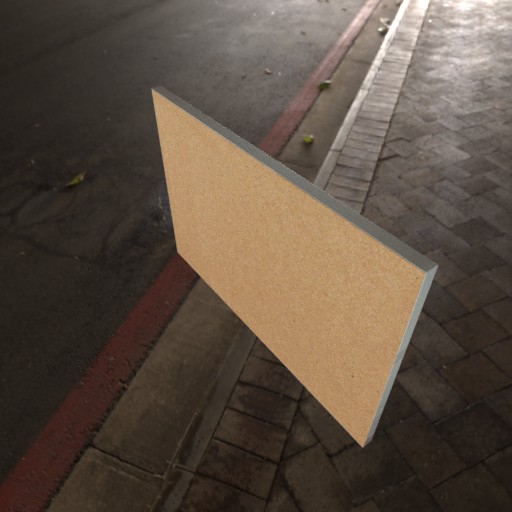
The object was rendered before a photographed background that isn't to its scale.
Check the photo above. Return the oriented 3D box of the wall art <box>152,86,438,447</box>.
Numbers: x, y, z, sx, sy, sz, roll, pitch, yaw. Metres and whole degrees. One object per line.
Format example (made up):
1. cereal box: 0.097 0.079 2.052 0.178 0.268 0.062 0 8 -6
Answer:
1. wall art: 0.000 0.000 0.786 0.021 0.410 0.615 -27 49 -27
